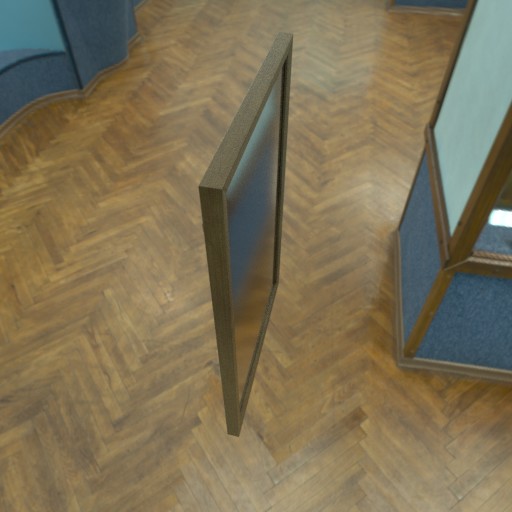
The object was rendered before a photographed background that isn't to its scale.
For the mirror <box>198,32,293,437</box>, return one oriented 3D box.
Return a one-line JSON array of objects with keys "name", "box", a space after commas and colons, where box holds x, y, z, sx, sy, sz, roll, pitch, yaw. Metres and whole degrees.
[{"name": "mirror", "box": [0.000, 0.000, 1.180, 0.040, 0.915, 0.609, 10, 47, 9]}]
